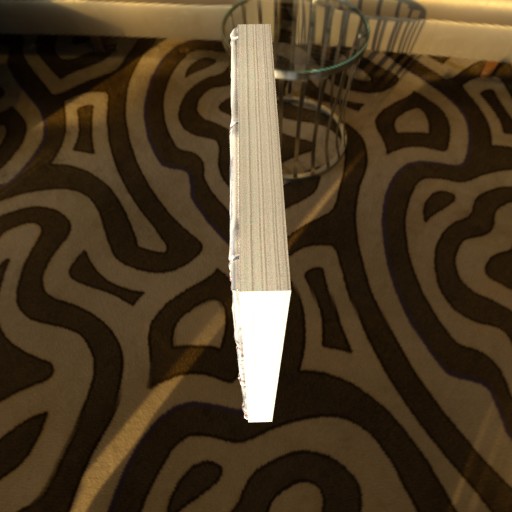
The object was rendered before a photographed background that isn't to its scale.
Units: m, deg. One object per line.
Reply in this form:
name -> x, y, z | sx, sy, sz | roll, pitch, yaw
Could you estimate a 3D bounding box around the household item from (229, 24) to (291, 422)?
household item -> 0.000, 0.000, 0.291 | 0.025, 0.216, 0.165 | -1, 58, -1
